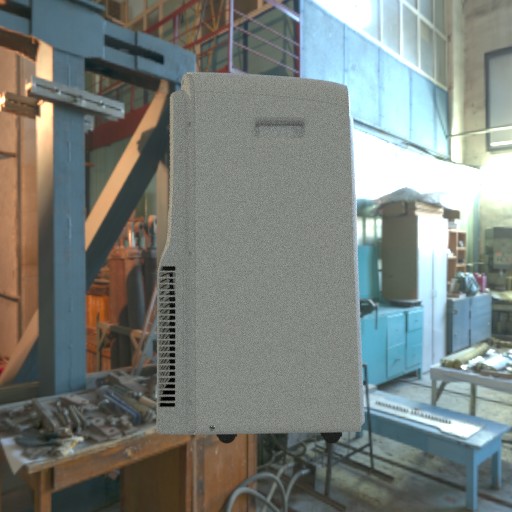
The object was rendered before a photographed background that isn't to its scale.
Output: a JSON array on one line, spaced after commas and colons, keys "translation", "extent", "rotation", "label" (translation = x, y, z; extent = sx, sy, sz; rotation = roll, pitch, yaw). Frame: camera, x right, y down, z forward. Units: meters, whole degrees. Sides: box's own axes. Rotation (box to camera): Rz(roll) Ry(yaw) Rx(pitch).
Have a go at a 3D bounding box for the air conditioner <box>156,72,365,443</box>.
[{"translation": [0.000, 0.000, 1.092], "extent": [0.467, 0.765, 0.478], "rotation": [0, 1, 0], "label": "air conditioner"}]
